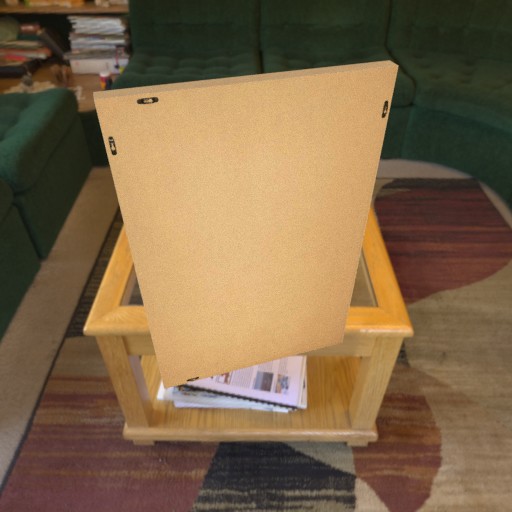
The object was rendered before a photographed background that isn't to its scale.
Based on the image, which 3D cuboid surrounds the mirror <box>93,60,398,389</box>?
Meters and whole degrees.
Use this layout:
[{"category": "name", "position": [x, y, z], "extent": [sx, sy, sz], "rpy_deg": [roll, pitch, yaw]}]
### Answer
[{"category": "mirror", "position": [0.000, 0.000, 1.162], "extent": [0.609, 0.915, 0.041], "rpy_deg": [-11, 42, -13]}]
